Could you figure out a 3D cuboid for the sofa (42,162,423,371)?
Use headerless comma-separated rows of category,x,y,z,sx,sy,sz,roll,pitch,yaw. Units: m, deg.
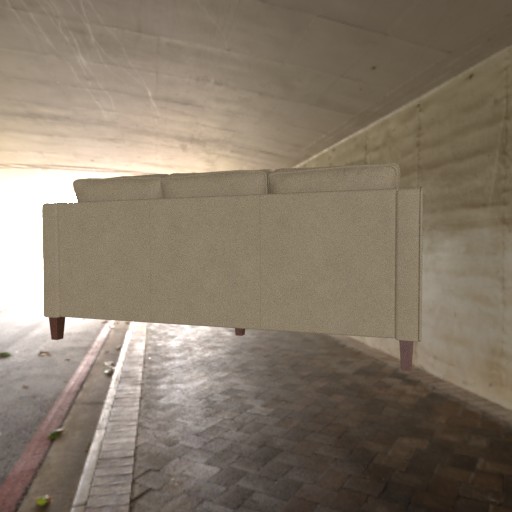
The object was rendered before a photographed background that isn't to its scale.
sofa,0.000,0.000,3.338,2.317,1.066,1.858,0,1,19
